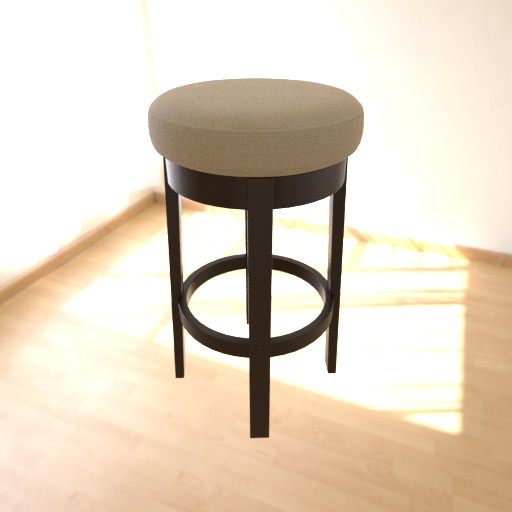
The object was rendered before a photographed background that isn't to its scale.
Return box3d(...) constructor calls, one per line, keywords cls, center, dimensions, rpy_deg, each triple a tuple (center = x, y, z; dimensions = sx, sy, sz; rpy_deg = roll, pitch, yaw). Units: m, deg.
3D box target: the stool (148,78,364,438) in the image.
box3d(cls="stool", center=(0.000, 0.000, 1.060), dimensions=(0.446, 0.758, 0.446), rpy_deg=(0, 31, 0))
